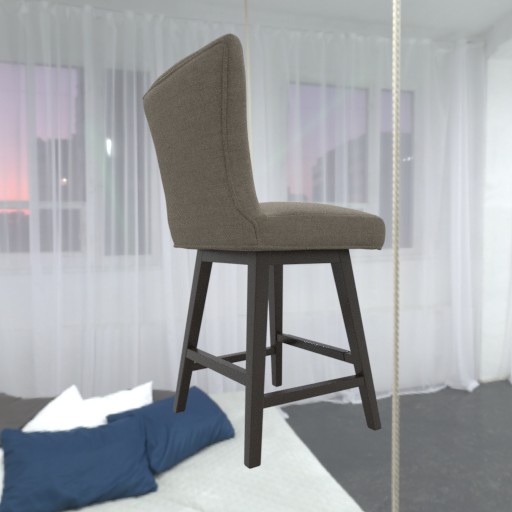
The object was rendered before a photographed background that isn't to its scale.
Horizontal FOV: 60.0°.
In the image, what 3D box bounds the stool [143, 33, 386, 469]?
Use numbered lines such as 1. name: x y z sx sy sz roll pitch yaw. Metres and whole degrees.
1. stool: 0.000 0.000 1.315 0.574 1.000 0.514 -1 2 -35
